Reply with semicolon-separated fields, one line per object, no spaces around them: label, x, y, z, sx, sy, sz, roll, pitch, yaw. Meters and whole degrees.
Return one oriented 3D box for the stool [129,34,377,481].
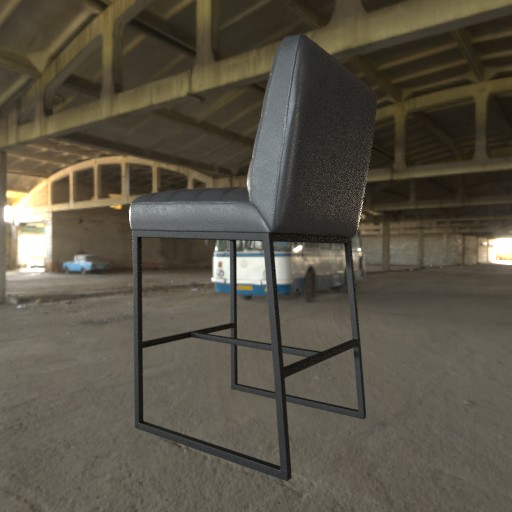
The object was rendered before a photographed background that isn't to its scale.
stool;0.000;0.000;1.237;0.552;0.938;0.457;0;1;35
